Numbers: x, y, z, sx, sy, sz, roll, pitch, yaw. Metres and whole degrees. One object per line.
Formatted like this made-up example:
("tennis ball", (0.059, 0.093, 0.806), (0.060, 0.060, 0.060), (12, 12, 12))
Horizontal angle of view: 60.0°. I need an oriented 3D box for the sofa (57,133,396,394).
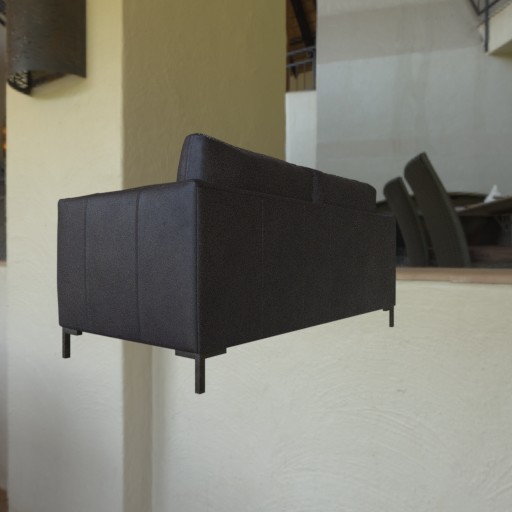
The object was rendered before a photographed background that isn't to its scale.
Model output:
("sofa", (0.000, 0.000, 2.352), (0.947, 0.883, 1.805), (0, 0, 36))
